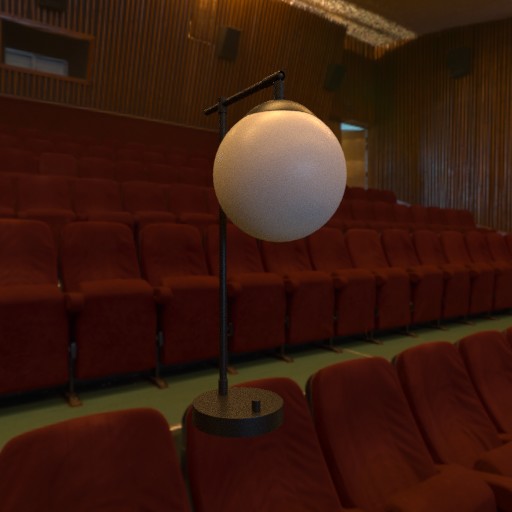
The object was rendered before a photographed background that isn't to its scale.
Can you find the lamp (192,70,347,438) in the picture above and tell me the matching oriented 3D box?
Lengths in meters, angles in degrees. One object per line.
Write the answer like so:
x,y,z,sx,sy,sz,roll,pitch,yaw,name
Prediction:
0.000,0.000,0.713,0.197,0.559,0.316,-1,1,-36,lamp
